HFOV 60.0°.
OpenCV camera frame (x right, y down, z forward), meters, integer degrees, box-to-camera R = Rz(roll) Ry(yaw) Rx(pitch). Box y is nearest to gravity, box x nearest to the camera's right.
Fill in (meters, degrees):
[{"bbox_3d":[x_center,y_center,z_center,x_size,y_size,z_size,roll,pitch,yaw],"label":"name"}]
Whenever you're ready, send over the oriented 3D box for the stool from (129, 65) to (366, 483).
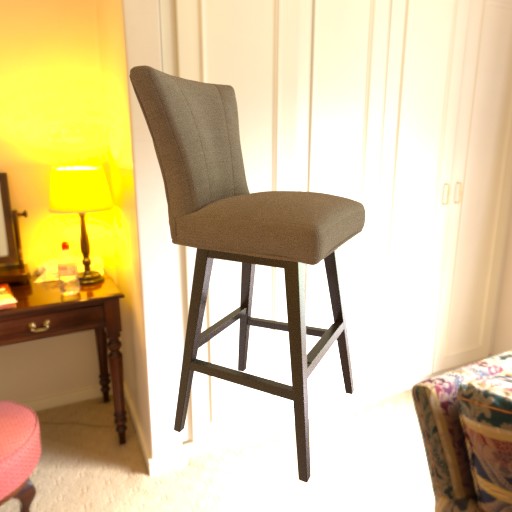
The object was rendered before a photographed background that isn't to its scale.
[{"bbox_3d":[0.000,0.000,1.401,0.574,1.086,0.514,7,16,25],"label":"stool"}]
